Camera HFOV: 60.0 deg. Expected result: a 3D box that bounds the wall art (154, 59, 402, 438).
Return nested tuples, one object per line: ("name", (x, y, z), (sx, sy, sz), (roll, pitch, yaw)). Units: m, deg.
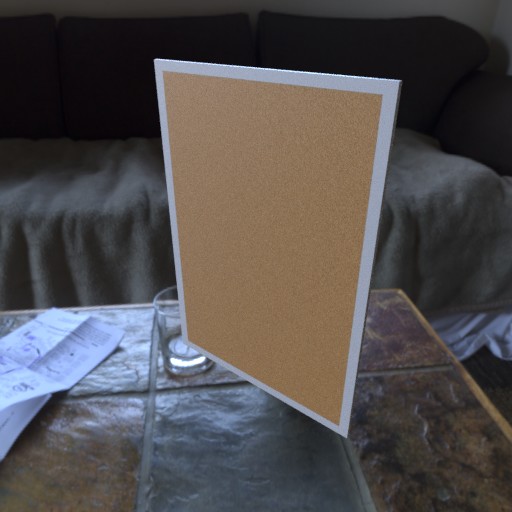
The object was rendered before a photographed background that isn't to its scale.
("wall art", (0.000, 0.000, 1.197), (0.659, 0.940, 0.013), (21, 35, 33))
